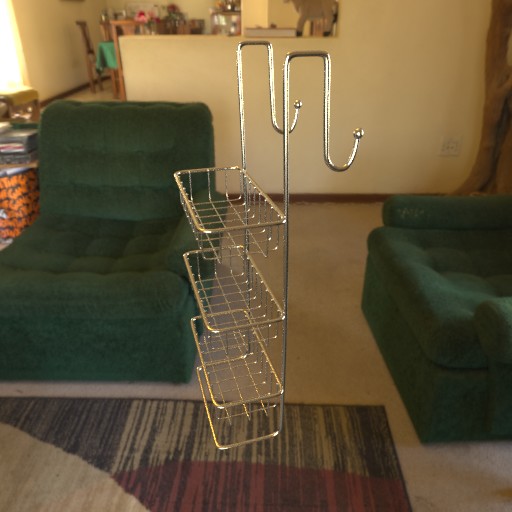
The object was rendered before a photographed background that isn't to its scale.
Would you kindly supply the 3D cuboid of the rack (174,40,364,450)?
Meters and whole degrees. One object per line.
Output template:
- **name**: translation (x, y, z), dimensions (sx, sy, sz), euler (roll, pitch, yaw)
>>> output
- **rack**: translation (0.000, 0.000, 0.667), dimensions (0.202, 0.574, 0.228), euler (-8, 30, -15)
